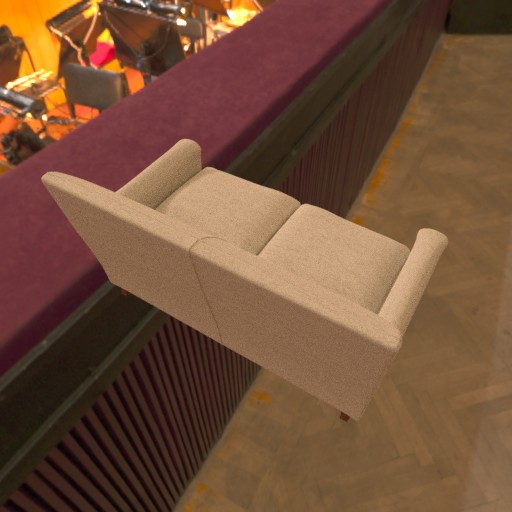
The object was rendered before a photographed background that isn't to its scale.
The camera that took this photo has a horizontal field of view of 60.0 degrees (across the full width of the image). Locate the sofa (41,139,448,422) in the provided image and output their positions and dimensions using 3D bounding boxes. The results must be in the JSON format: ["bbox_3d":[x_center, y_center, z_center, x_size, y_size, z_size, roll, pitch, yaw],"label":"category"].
[{"bbox_3d":[0.000,0.000,2.065,1.482,0.892,0.891,25,52,21],"label":"sofa"}]
